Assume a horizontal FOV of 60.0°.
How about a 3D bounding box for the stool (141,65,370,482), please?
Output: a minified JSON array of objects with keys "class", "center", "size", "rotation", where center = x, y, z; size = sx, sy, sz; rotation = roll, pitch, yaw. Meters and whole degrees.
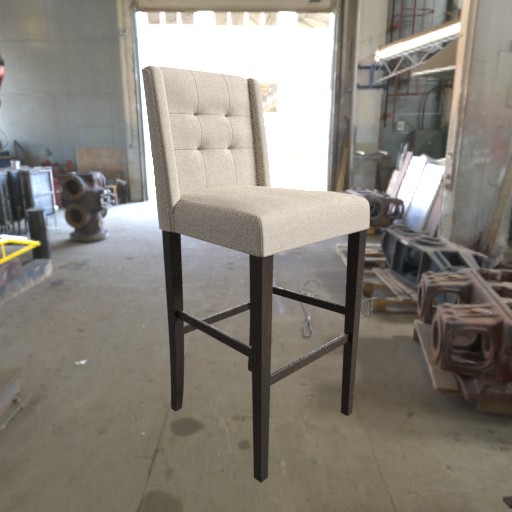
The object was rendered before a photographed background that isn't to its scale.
[{"class":"stool","center":[0.000,0.000,1.382],"size":[0.509,1.116,0.474],"rotation":[15,21,43]}]
